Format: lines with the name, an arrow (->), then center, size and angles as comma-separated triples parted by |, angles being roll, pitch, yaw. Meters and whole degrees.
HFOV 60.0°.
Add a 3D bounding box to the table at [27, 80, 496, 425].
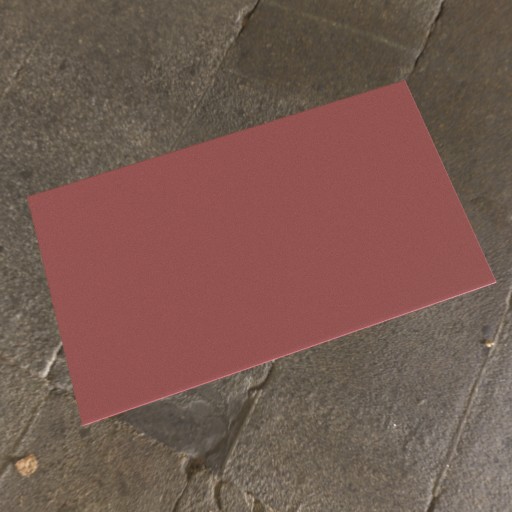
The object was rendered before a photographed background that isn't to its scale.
table -> 0.000, 0.000, 1.378 | 1.068, 0.493, 0.612 | -18, 79, -4
